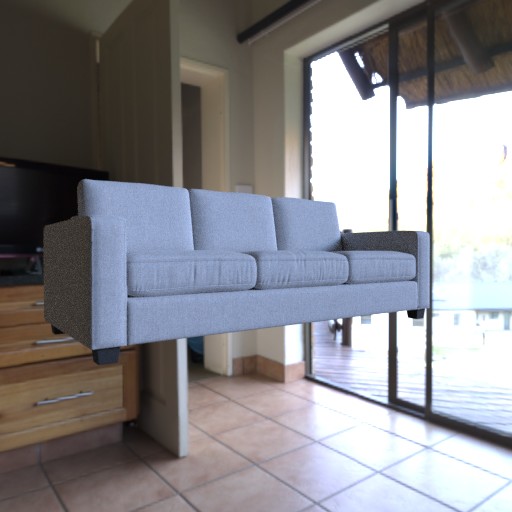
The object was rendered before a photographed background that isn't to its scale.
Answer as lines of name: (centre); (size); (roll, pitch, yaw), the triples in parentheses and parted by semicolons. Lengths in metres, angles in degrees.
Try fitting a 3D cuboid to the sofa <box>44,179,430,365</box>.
sofa: (0.000, 0.000, 2.576); (2.120, 0.800, 0.900); (0, 1, -36)
